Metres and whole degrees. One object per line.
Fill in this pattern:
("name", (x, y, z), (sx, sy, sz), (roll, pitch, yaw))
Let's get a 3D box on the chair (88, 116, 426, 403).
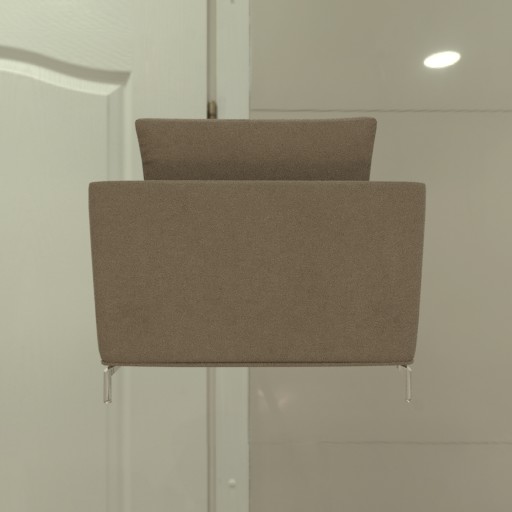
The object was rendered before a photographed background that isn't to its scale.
("chair", (0.000, 0.000, 1.691), (1.041, 0.864, 0.889), (0, -1, -1))
